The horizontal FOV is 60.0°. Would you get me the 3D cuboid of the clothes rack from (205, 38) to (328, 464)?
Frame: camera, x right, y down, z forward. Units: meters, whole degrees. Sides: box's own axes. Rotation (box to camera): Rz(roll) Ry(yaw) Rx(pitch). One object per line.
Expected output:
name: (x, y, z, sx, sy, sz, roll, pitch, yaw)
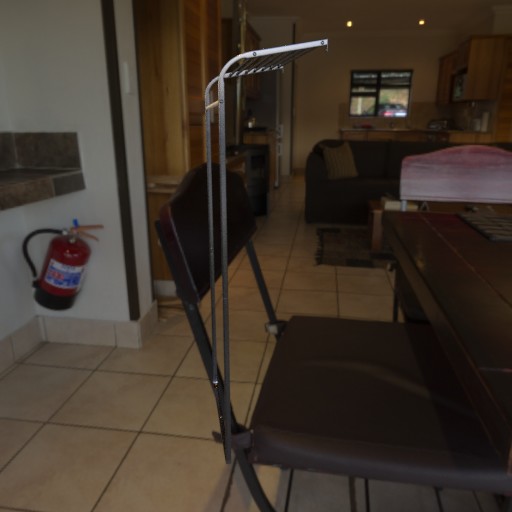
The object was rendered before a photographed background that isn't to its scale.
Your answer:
clothes rack: (0.000, 0.000, 1.863, 0.349, 1.574, 0.609, -3, 17, -10)
